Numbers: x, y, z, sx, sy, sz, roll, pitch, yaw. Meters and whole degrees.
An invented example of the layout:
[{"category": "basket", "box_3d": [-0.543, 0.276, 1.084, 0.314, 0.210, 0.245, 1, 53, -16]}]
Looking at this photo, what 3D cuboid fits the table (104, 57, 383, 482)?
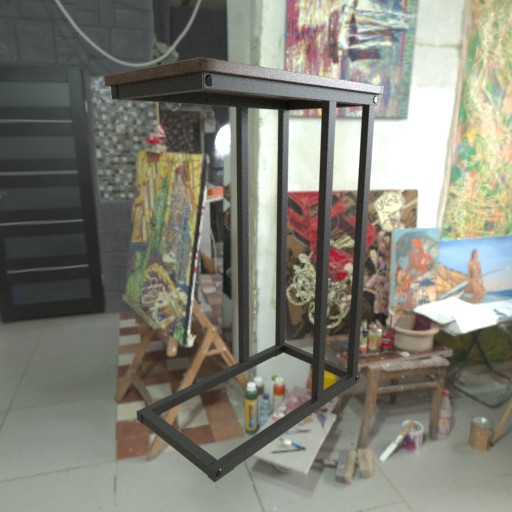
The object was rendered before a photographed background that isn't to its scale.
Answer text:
[{"category": "table", "box_3d": [0.000, 0.000, 0.865, 0.254, 0.637, 0.450, 14, 20, 43]}]
